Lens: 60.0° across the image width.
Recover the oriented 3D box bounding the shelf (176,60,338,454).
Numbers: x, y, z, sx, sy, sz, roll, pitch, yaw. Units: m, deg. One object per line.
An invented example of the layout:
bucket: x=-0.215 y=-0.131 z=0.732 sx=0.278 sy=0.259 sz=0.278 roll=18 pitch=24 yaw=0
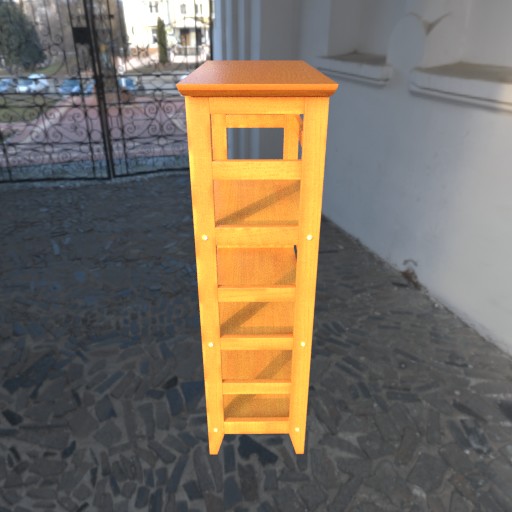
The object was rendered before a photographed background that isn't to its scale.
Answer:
shelf: x=0.000 y=0.000 z=1.370 sx=0.305 sy=1.067 sz=0.660 roll=0 pitch=27 yaw=0
